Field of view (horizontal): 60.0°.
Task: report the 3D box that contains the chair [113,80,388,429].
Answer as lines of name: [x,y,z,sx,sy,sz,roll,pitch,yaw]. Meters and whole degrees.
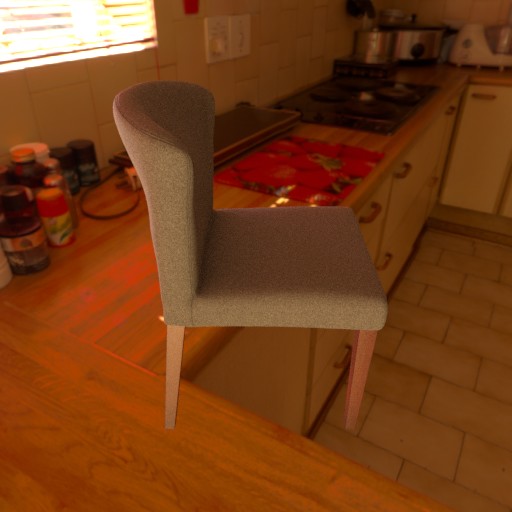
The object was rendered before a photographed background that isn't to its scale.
chair: [0.000,0.000,1.167,0.592,0.839,0.491,0,32,0]
